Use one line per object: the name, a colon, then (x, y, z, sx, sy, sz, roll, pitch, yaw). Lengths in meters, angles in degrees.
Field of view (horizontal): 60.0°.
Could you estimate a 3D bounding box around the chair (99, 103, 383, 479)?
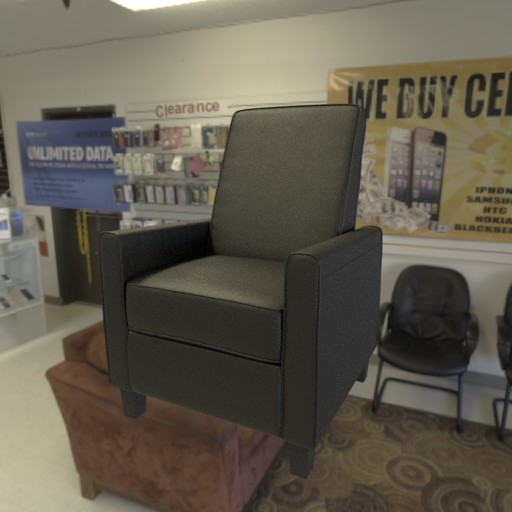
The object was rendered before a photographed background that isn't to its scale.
chair: (0.000, 0.000, 1.483, 0.705, 1.013, 0.746, 7, 15, 27)
